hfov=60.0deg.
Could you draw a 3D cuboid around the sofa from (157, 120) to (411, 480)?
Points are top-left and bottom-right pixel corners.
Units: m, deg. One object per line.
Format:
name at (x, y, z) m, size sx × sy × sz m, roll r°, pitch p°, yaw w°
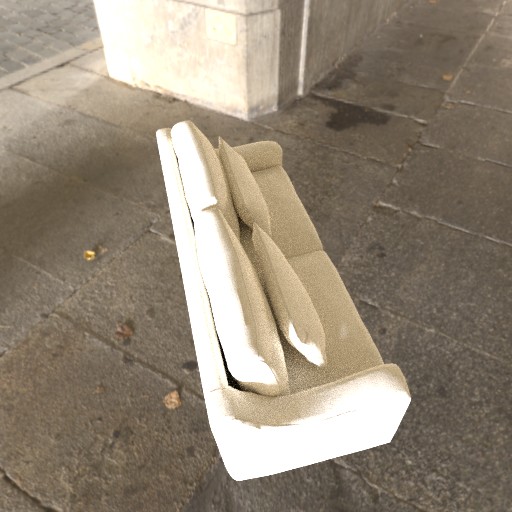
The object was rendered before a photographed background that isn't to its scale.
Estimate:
sofa at (0.000, 0.000, 2.978) m, size 1.009 × 1.022 × 2.470 m, roll -10°, pitch 46°, yaw -10°
